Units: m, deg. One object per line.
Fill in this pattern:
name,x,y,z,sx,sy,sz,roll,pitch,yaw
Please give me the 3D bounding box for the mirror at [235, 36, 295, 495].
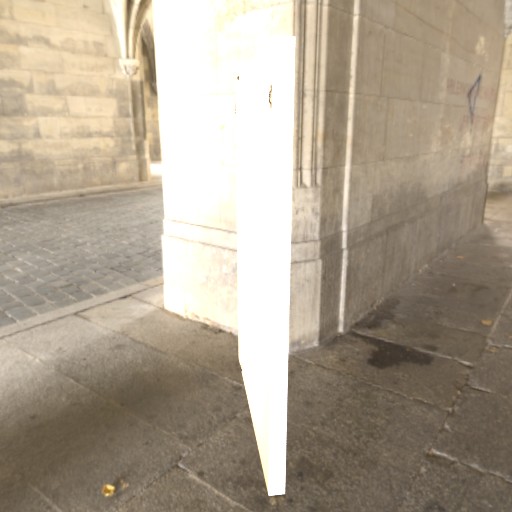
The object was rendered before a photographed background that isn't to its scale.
mirror,0.000,0.000,1.133,0.041,0.915,0.609,-2,16,-8
